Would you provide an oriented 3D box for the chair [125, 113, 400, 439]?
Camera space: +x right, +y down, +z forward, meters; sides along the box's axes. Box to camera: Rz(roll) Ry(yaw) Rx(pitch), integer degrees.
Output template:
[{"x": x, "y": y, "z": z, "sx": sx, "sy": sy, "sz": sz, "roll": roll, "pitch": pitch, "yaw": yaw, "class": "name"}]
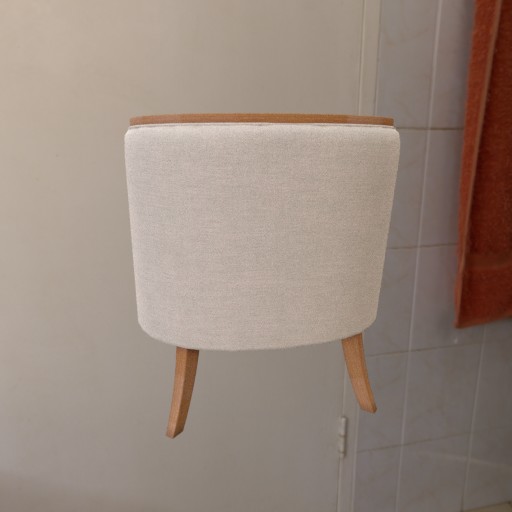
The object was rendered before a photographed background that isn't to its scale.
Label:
[{"x": 0.000, "y": 0.000, "z": 1.341, "sx": 0.711, "sy": 0.775, "sz": 0.757, "roll": -3, "pitch": 14, "yaw": -11, "class": "chair"}]
